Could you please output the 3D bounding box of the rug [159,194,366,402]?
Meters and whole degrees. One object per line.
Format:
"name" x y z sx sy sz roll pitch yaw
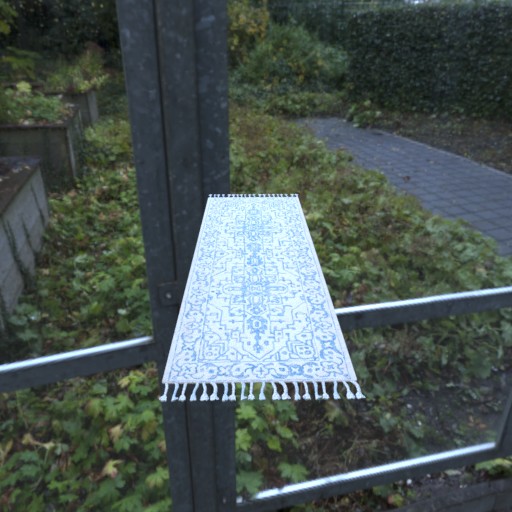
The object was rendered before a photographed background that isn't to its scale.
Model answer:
"rug" 0.000 0.000 2.737 0.774 0.011 2.449 0 26 -1
